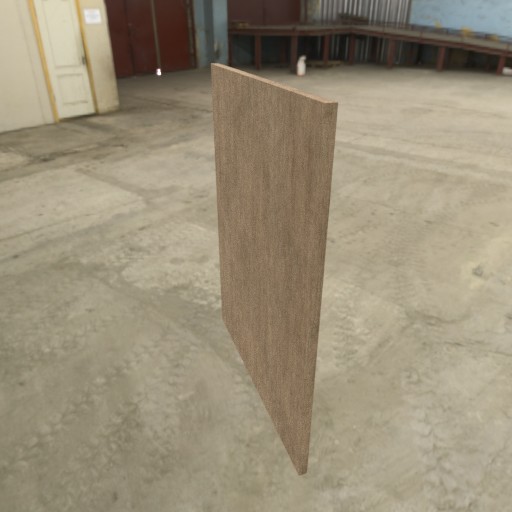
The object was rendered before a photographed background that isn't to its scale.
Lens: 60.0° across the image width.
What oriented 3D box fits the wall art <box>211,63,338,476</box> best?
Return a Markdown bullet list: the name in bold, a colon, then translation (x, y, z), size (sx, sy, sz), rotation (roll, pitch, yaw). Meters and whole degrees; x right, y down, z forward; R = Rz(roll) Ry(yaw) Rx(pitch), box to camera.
- **wall art**: translation (0.000, 0.000, 0.911), size (0.018, 0.686, 0.534), rotation (-10, 30, -17)
